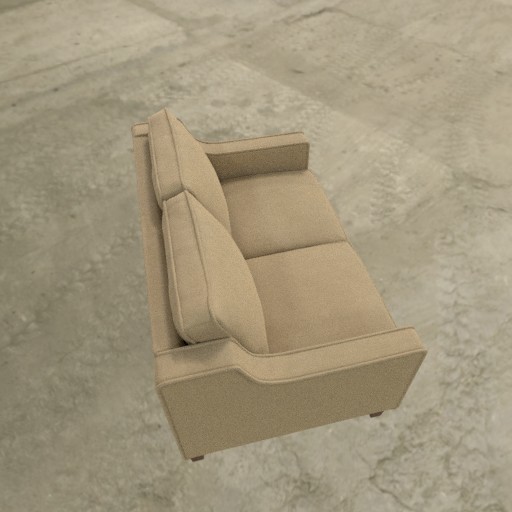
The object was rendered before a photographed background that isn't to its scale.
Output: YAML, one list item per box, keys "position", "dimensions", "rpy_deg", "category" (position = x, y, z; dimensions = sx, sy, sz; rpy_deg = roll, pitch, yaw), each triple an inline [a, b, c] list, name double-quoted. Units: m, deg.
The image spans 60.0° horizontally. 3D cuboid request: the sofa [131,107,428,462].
- position: [0.000, 0.000, 2.145]
  dimensions: [0.987, 0.971, 1.501]
  rpy_deg: [-10, 48, -9]
  category: "sofa"
